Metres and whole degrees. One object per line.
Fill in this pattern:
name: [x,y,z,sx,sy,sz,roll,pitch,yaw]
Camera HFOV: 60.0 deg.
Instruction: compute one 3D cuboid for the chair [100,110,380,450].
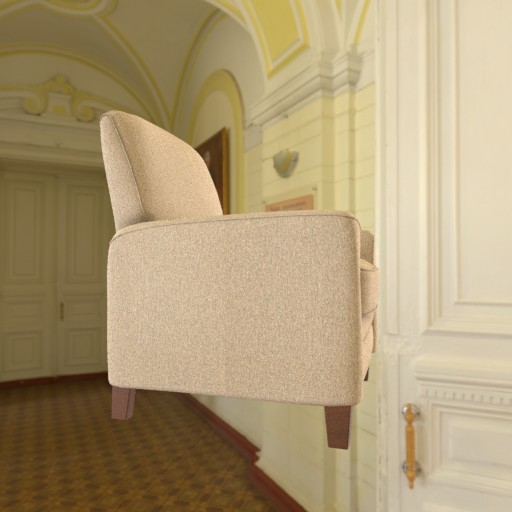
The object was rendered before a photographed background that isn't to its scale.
chair: [0.000,0.000,1.618,0.864,1.014,0.848,0,-1,18]
